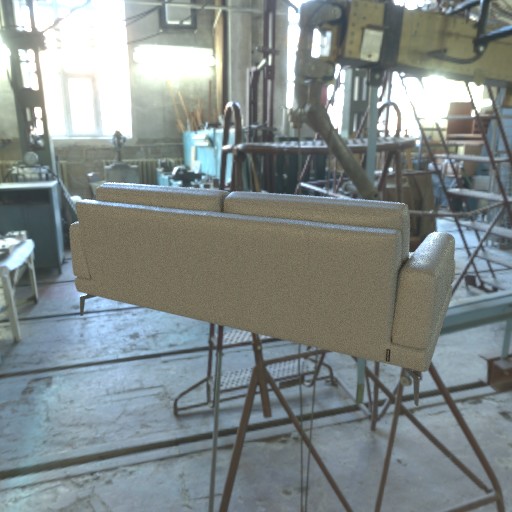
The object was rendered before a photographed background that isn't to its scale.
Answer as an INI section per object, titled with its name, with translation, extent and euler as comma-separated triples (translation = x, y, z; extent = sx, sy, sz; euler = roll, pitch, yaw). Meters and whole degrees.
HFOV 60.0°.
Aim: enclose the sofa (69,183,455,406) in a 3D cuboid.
[sofa]
translation = 0.000, 0.000, 2.402
extent = 1.940, 0.765, 0.974
euler = 8, 17, 27
